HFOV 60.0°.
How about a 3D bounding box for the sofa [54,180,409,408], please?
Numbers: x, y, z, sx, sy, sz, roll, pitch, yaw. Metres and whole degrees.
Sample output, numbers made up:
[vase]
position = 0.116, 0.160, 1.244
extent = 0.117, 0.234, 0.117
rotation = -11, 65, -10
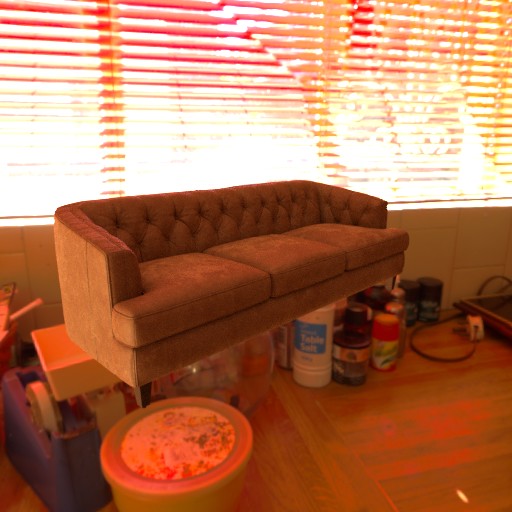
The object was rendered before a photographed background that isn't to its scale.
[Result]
[sofa]
position = 0.000, 0.000, 2.734
extent = 0.922, 0.791, 2.257
rotation = 14, 20, 43
